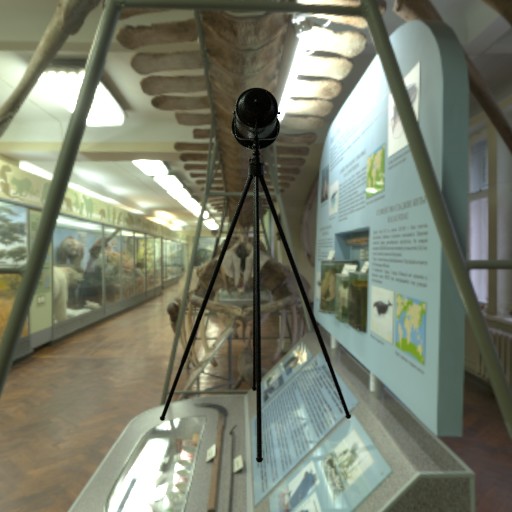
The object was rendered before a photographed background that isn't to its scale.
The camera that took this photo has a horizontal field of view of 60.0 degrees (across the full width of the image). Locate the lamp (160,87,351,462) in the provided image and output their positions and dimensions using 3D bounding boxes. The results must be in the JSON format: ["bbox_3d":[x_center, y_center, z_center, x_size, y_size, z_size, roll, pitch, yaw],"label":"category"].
[{"bbox_3d":[0.000,0.000,2.041,0.879,1.504,0.884,0,0,-2],"label":"lamp"}]
